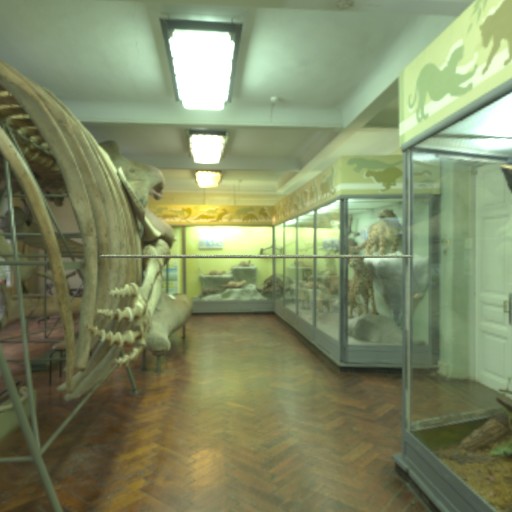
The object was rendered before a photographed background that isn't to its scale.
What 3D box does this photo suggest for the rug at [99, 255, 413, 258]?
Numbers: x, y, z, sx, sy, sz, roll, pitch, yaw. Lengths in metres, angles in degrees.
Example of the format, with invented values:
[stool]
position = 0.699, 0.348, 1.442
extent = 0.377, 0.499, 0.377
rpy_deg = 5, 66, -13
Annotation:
[rug]
position = 0.000, 0.000, 2.386
extent = 1.593, 0.012, 1.593
rpy_deg = 0, 0, 0
